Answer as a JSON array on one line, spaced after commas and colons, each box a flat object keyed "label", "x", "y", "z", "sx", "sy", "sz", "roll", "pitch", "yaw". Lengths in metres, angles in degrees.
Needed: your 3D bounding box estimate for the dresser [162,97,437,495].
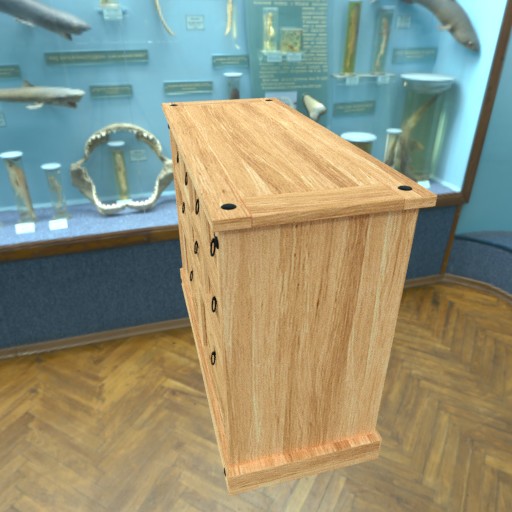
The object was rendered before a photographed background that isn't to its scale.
[{"label": "dresser", "x": 0.000, "y": 0.000, "z": 1.345, "sx": 0.410, "sy": 0.740, "sz": 0.990, "roll": -8, "pitch": 30, "yaw": -13}]
